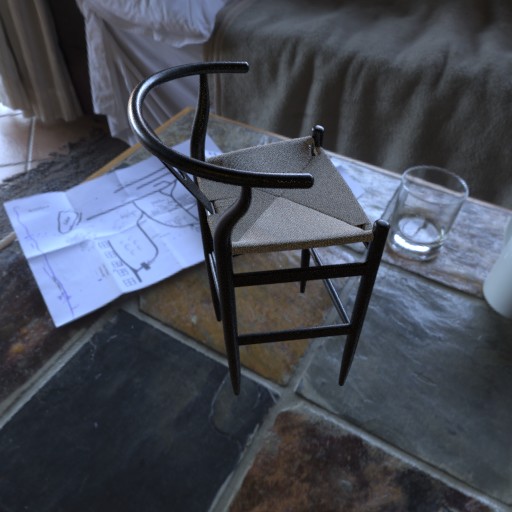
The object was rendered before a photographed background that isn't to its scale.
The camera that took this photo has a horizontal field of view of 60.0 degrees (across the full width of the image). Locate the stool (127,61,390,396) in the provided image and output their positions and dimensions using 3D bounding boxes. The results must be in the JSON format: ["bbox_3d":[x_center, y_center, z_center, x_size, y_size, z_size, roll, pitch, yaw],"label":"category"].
[{"bbox_3d":[0.000,0.000,1.397,0.579,1.072,0.569,-10,47,-10],"label":"stool"}]
